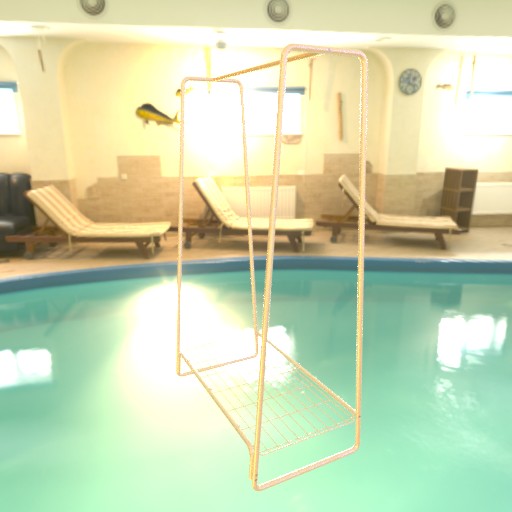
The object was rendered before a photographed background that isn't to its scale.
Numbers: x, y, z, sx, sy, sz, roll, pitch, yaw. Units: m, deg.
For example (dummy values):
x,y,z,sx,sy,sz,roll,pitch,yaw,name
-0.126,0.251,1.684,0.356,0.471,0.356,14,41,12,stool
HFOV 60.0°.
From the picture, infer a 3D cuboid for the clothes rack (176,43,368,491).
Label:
x,y,z,sx,sy,sz,roll,pitch,yaw,name
0.000,0.000,1.882,0.495,1.500,0.900,-8,18,-27,clothes rack
